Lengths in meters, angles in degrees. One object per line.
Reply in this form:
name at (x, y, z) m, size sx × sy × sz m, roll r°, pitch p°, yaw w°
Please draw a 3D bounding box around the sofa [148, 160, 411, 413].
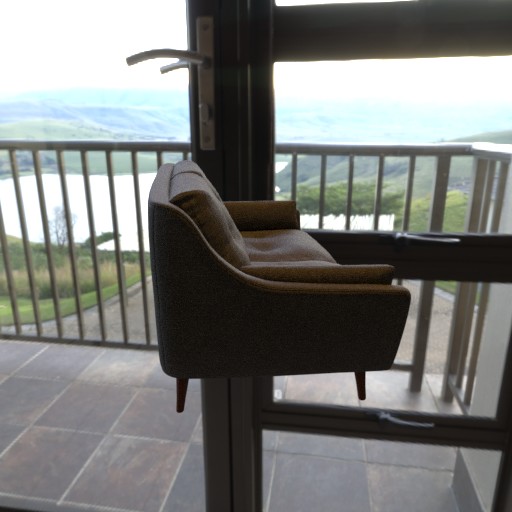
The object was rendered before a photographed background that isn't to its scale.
sofa at (0.000, 0.000, 2.300) m, size 0.976 × 0.887 × 1.646 m, roll -3°, pitch 17°, yaw -9°
